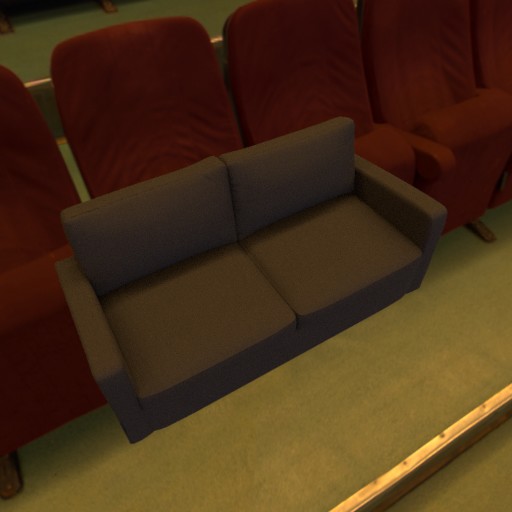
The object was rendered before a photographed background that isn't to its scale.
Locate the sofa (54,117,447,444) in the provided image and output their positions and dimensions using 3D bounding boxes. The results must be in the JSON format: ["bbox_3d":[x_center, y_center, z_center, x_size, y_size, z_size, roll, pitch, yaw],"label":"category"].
[{"bbox_3d":[0.000,0.000,2.317,1.852,0.839,0.898,-24,52,-20],"label":"sofa"}]
